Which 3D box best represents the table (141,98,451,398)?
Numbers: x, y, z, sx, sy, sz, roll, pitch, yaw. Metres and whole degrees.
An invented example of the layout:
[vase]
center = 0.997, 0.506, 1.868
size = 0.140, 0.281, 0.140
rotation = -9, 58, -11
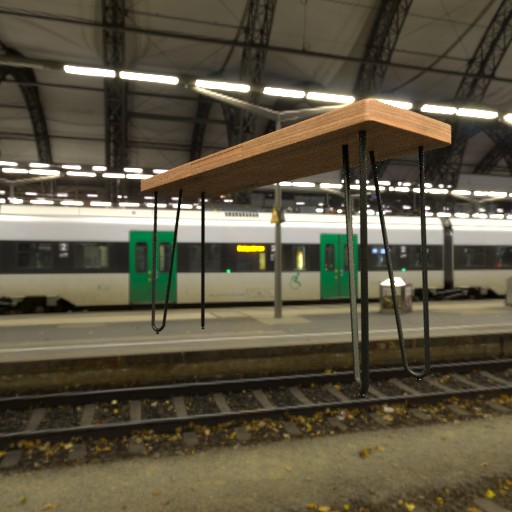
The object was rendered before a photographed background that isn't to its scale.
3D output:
[table]
center = 0.000, 0.000, 1.930
size = 0.425, 0.834, 1.570
rotation = 0, -1, -37
